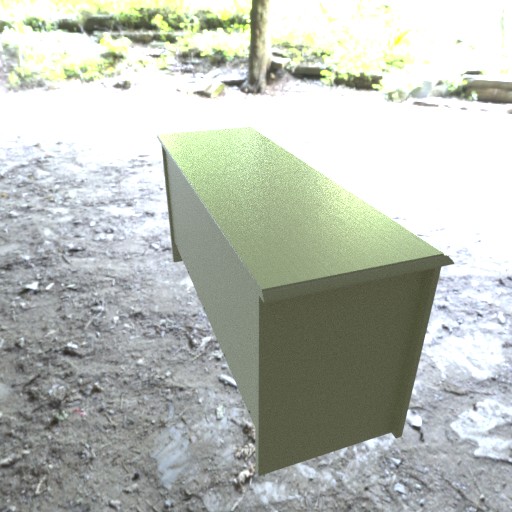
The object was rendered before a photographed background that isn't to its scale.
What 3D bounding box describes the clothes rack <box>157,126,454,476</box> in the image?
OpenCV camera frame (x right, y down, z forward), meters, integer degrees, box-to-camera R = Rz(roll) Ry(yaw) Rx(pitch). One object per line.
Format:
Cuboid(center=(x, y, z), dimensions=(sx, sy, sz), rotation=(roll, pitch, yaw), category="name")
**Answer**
Cuboid(center=(0.000, 0.000, 1.453), dimensions=(0.405, 0.558, 1.218), rotation=(-10, 30, -17), category="clothes rack")
